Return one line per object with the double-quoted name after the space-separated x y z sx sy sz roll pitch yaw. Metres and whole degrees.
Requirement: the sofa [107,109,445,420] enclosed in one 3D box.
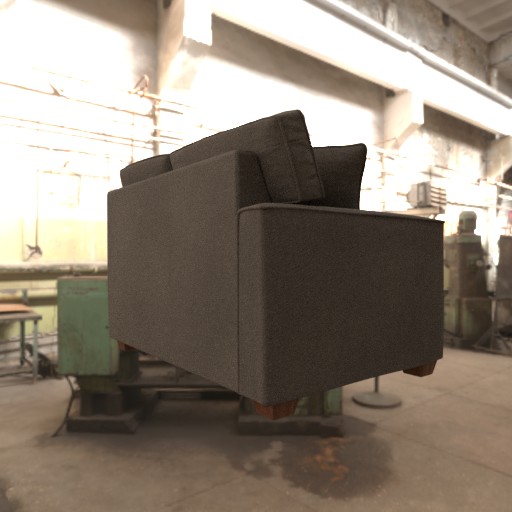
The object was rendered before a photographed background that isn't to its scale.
0.000 0.000 2.113 0.991 0.989 1.388 0 0 -37 "sofa"
